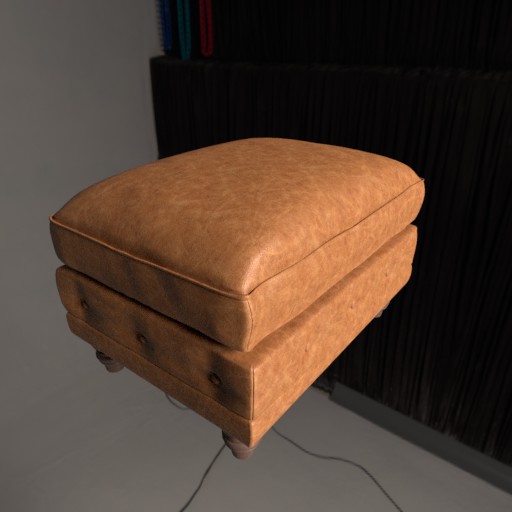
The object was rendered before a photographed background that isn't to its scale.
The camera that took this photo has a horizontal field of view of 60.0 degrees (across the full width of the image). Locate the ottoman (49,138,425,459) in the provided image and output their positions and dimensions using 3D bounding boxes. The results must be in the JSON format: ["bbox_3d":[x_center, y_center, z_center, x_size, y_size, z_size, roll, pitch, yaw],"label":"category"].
[{"bbox_3d":[0.000,0.000,1.037,0.533,0.480,0.710,19,32,33],"label":"ottoman"}]
